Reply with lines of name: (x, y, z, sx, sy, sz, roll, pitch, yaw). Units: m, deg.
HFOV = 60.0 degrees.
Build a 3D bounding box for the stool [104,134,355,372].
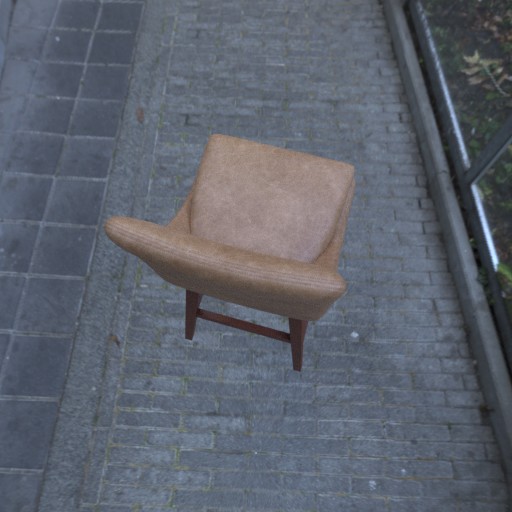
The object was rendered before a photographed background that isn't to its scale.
stool: (0.000, 0.000, 1.382, 0.487, 1.079, 0.572, 15, 67, 6)
